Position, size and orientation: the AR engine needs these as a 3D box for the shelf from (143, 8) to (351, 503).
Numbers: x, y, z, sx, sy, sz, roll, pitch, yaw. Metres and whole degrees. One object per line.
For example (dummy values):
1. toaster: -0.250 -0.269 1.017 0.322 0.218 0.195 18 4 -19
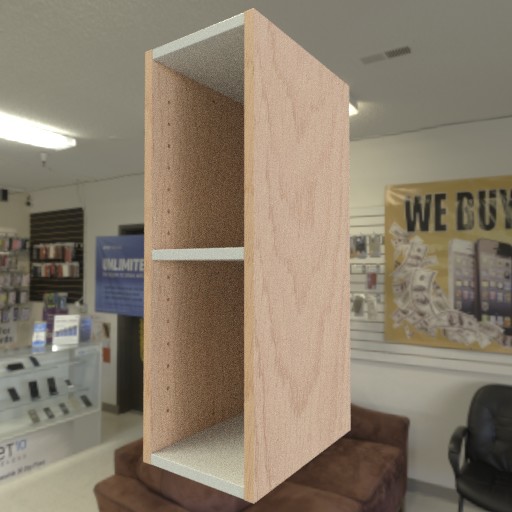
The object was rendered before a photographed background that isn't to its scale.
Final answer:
1. shelf: 0.000 0.000 0.711 0.200 0.600 0.290 -1 -1 35
